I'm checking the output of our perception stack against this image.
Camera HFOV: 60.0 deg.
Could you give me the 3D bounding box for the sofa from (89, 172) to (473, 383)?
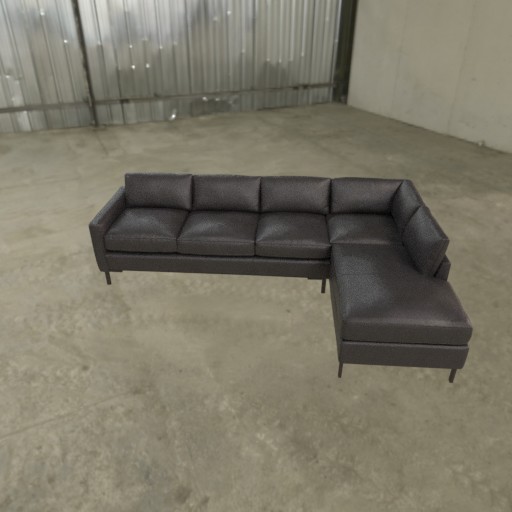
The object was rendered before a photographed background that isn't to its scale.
[{"bbox_3d":[0.000,0.000,3.799,2.984,0.877,1.938,2,31,3],"label":"sofa"}]
